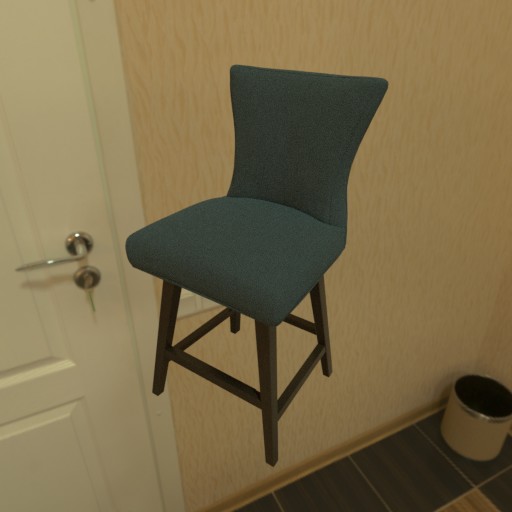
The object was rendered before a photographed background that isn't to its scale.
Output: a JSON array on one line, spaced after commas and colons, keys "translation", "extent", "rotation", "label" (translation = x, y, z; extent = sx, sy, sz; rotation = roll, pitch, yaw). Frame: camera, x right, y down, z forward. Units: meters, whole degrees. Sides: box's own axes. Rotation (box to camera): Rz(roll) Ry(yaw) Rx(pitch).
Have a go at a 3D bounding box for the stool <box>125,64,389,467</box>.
[{"translation": [0.000, 0.000, 1.345], "extent": [0.514, 1.000, 0.574], "rotation": [19, 35, 29], "label": "stool"}]
